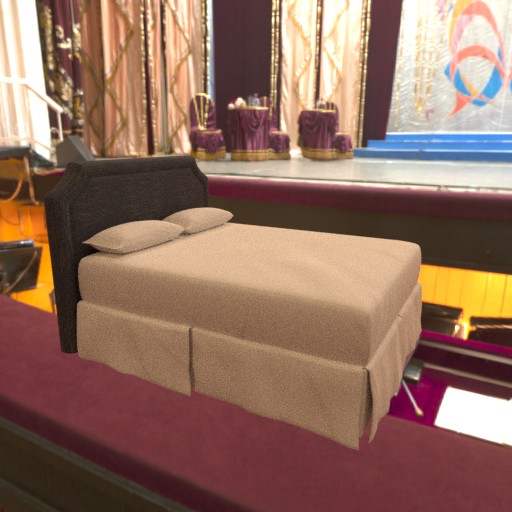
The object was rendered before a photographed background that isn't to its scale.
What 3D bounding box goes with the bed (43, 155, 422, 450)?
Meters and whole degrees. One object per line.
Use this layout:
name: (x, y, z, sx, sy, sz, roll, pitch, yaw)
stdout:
bed: (0.000, 0.000, 3.080, 2.116, 1.290, 1.693, 8, 17, 27)
